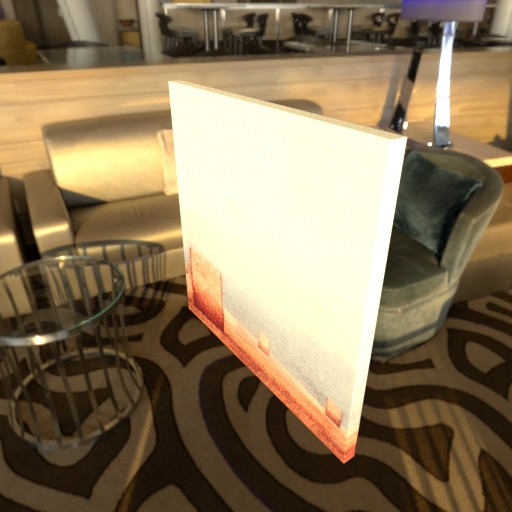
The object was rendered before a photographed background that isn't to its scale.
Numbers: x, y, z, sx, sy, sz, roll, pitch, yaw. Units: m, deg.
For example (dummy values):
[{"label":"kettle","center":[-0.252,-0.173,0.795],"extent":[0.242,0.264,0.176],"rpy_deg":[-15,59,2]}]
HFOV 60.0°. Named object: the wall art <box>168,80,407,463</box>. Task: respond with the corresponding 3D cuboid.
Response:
[{"label":"wall art","center":[0.000,0.000,0.902],"extent":[0.034,0.605,0.605],"rpy_deg":[-19,35,-31]}]
